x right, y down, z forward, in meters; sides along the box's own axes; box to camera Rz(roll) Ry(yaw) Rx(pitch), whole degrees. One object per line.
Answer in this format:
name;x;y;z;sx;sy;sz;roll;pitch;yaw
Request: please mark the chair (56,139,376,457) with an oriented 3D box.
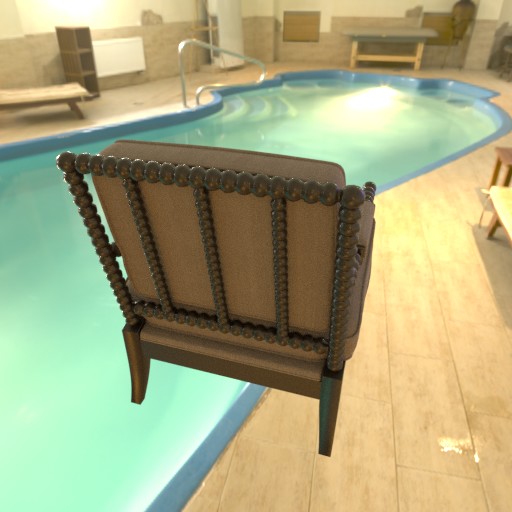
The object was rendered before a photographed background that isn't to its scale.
chair;0.000;0.000;1.066;0.540;0.661;0.622;9;33;15
